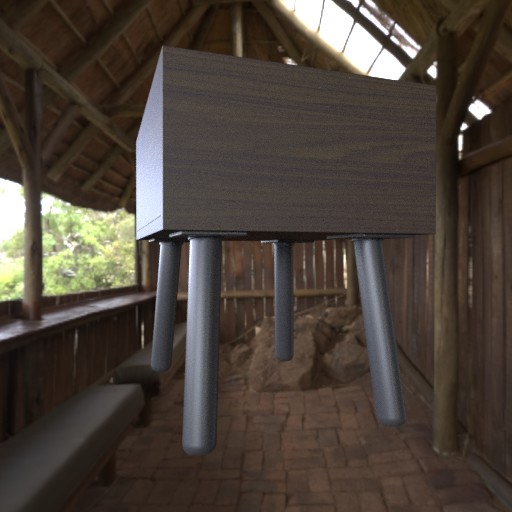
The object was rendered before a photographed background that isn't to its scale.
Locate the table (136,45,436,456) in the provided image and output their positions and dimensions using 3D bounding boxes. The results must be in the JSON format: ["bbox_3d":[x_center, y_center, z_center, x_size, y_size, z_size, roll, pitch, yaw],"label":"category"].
[{"bbox_3d":[0.000,0.000,0.764,0.370,0.470,0.450,0,1,-19],"label":"table"}]
